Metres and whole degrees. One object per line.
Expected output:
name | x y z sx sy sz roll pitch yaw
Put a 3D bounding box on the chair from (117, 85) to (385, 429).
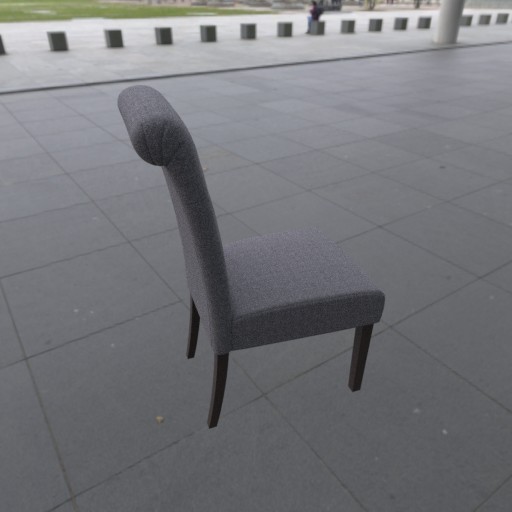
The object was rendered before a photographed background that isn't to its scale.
chair | 0.000 0.000 1.380 0.671 1.006 0.456 -10 32 -17
